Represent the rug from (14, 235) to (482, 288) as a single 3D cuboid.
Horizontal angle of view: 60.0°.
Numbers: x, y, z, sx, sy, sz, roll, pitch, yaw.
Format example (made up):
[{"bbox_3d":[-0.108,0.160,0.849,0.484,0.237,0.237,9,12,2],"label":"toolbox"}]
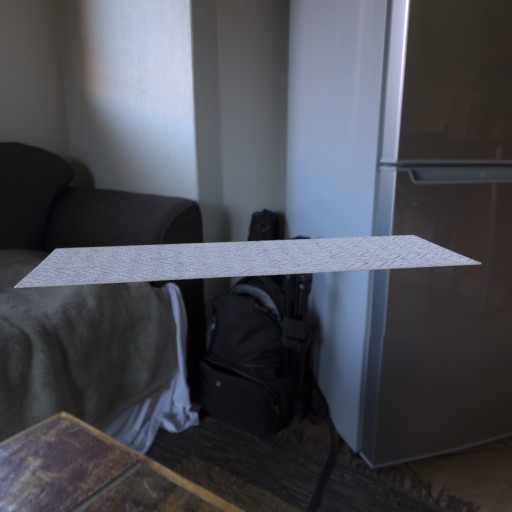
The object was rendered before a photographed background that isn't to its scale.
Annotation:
[{"bbox_3d":[0.000,0.000,2.637,2.435,0.009,0.750,-2,15,-9],"label":"rug"}]
